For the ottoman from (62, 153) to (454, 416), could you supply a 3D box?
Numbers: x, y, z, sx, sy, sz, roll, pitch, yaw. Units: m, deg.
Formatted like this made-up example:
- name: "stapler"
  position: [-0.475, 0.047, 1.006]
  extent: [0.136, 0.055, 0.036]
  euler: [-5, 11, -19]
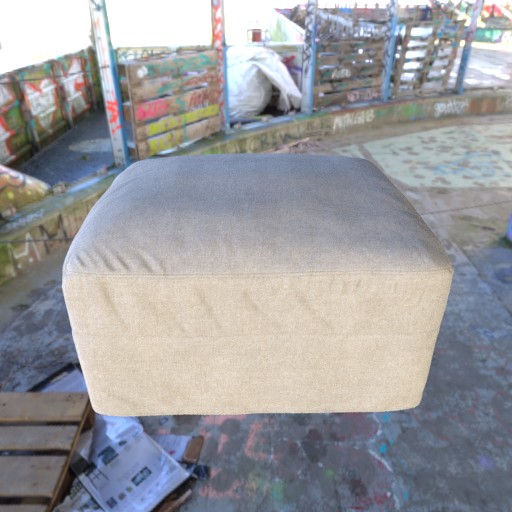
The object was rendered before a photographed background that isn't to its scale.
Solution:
- name: "ottoman"
  position: [0.000, 0.000, 1.216]
  extent: [0.837, 0.481, 0.683]
  euler: [-1, 30, -1]
